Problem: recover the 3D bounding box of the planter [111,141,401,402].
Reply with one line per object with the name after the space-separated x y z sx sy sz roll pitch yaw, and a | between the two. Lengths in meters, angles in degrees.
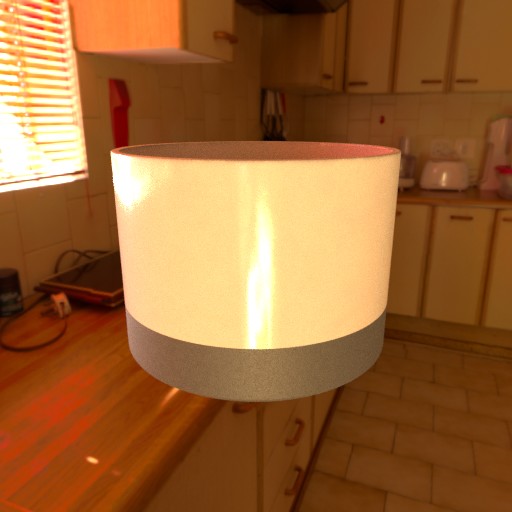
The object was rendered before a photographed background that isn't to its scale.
0.000 0.000 0.221 0.128 0.105 0.128 0 17 0 | planter
